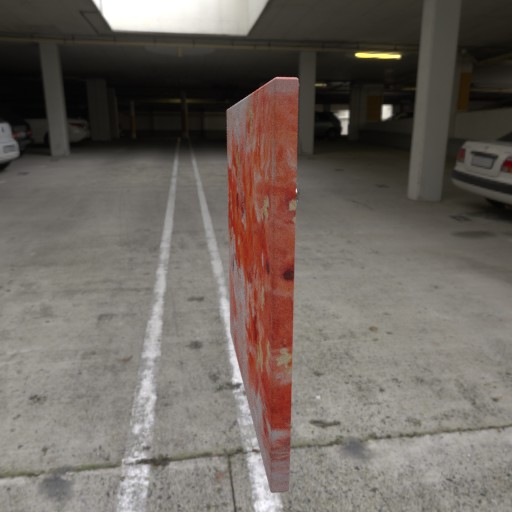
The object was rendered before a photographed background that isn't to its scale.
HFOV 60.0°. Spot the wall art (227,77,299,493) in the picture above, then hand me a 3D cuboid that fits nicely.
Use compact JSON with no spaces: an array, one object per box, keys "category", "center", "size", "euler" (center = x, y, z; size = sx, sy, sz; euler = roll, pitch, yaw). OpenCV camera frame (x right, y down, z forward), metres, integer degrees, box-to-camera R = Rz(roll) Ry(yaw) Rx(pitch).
[{"category":"wall art","center":[0.000,0.000,1.115],"size":[0.064,0.746,0.747],"euler":[-2,15,-9]}]
